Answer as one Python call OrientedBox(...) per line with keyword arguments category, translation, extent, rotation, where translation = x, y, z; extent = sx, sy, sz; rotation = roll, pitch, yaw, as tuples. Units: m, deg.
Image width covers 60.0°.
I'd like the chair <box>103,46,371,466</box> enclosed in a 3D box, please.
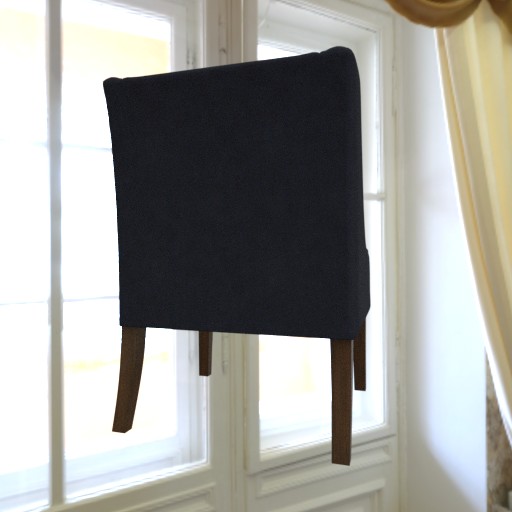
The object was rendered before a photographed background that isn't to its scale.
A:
OrientedBox(category="chair", translation=(0.000, 0.000, 1.299), extent=(0.629, 0.895, 0.629), rotation=(0, 1, 17))
